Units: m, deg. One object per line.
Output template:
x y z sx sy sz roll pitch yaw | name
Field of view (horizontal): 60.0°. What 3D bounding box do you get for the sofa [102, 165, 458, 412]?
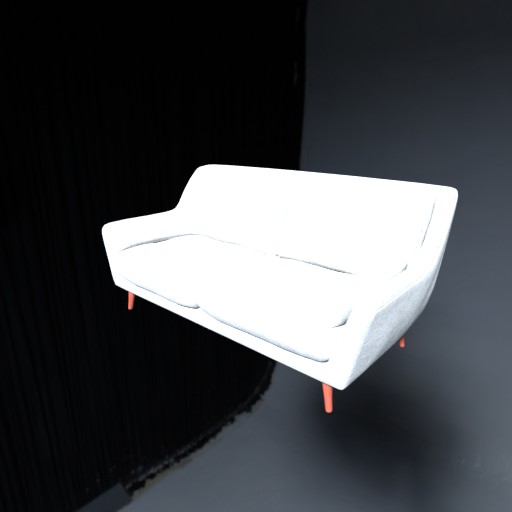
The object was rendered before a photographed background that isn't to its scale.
0.000 0.000 2.511 1.930 0.897 0.976 15 23 41 | sofa
